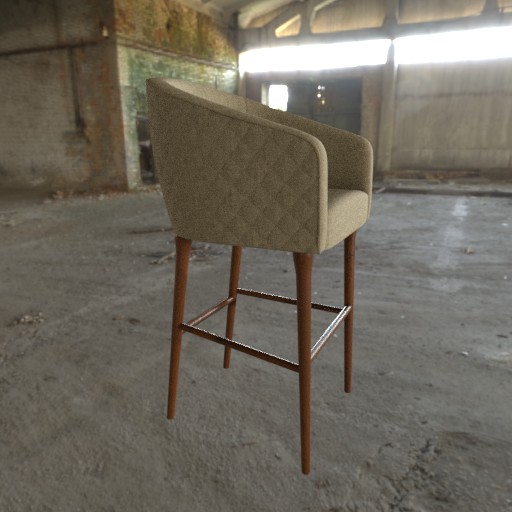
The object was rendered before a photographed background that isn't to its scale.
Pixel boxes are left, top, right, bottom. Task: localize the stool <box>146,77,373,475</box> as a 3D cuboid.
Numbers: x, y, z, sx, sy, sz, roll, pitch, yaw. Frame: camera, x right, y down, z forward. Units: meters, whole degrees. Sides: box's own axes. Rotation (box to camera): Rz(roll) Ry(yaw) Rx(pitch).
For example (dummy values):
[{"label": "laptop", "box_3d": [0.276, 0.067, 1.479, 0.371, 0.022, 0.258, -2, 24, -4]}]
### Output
[{"label": "stool", "box_3d": [0.000, 0.000, 1.406, 0.607, 1.078, 0.559, 7, 16, 25]}]
